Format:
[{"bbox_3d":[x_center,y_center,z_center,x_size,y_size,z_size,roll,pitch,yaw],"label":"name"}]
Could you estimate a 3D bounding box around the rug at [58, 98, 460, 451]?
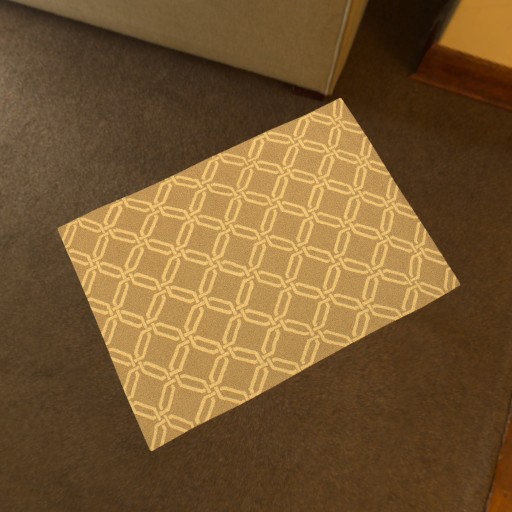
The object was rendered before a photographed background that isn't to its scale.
[{"bbox_3d":[0.000,0.000,2.829,2.135,0.013,1.524,-26,76,-7],"label":"rug"}]
